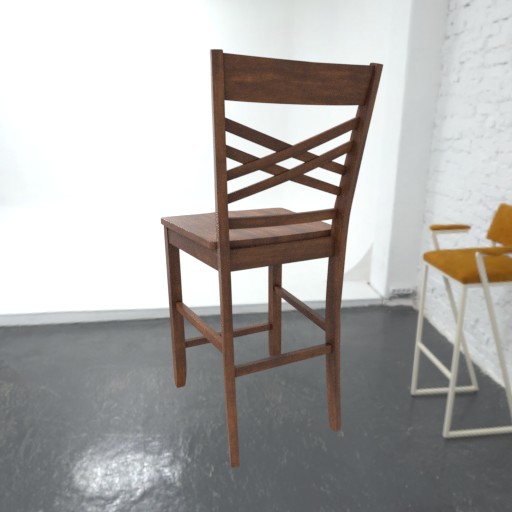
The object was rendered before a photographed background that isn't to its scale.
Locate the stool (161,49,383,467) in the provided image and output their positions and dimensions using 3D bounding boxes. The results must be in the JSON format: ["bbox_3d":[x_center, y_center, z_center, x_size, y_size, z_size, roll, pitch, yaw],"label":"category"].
[{"bbox_3d":[0.000,0.000,1.378,0.462,1.079,0.539,-8,17,-26],"label":"stool"}]
